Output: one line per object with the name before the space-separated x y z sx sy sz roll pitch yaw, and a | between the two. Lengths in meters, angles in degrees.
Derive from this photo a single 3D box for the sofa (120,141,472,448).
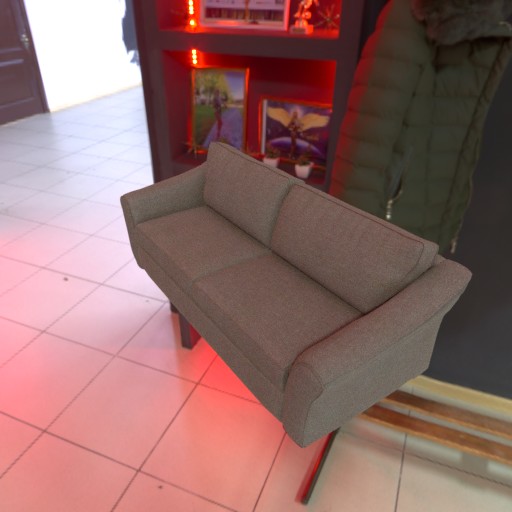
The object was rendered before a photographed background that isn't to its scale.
sofa | 0.000 0.000 2.807 0.986 0.906 2.270 -20 37 -29
